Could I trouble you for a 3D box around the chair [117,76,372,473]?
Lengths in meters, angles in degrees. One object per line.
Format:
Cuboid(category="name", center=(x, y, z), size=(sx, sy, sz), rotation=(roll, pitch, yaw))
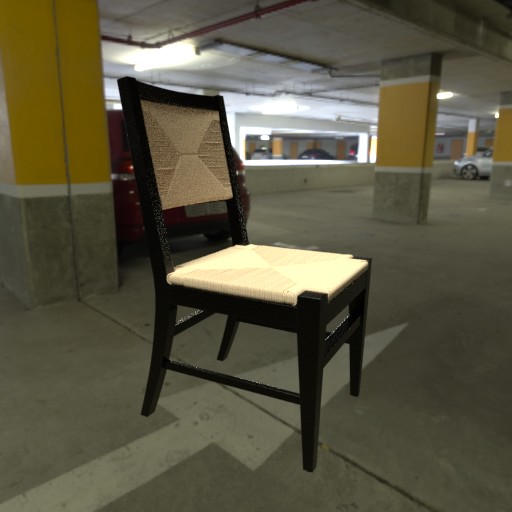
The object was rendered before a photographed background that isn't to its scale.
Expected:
Cuboid(category="chair", center=(0.000, 0.000, 1.247), size=(0.552, 0.927, 0.437), rotation=(7, 15, 28))
